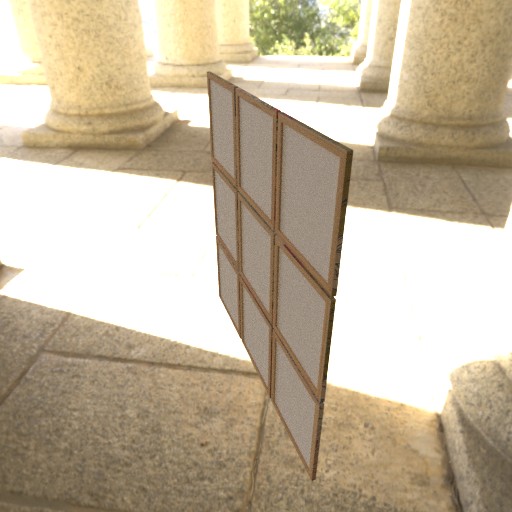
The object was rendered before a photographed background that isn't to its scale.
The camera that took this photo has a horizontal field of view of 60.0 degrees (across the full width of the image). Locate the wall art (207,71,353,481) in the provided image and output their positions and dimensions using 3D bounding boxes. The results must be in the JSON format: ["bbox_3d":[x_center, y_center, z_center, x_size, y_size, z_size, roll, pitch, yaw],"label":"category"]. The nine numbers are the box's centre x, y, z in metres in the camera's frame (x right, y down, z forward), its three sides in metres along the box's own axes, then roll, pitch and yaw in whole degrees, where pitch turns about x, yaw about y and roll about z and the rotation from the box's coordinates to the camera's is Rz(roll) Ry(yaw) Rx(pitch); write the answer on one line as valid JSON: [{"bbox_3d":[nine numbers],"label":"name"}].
[{"bbox_3d":[0.000,0.000,1.334,0.013,0.913,0.904,-11,32,-17],"label":"wall art"}]
